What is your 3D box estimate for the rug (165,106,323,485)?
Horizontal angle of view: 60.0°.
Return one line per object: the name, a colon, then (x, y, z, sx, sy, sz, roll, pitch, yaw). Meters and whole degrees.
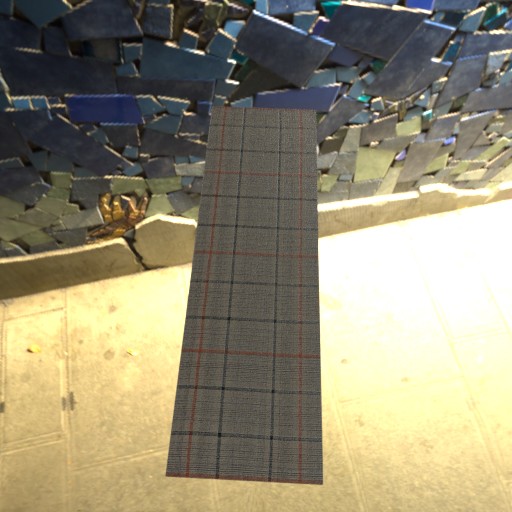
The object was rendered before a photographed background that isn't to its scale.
rug: (0.000, 0.000, 2.693, 0.762, 0.008, 2.439, 2, 63, 1)
